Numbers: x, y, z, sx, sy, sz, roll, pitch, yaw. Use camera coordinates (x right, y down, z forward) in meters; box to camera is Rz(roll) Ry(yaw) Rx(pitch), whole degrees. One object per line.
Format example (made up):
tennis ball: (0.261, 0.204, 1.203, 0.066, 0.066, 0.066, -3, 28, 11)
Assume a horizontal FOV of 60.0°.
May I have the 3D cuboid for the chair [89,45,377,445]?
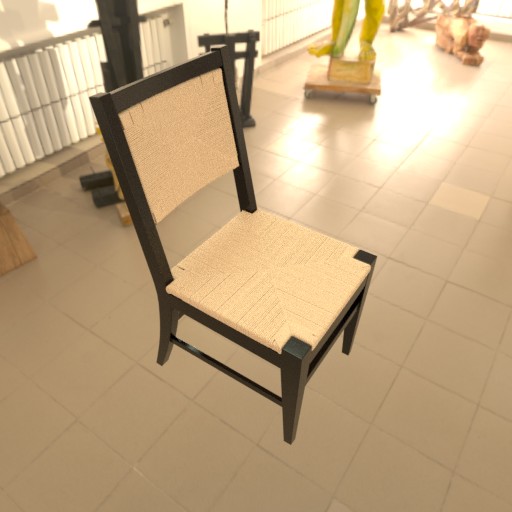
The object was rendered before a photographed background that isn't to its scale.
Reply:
chair: (0.000, 0.000, 1.235, 0.552, 0.927, 0.437, 24, 47, 25)
